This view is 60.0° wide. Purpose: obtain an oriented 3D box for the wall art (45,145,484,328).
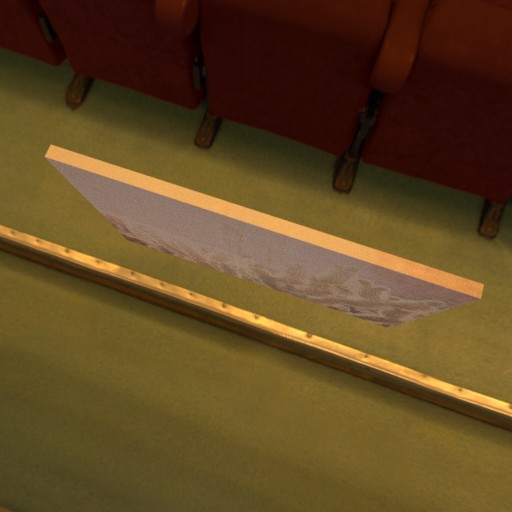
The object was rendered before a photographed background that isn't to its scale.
[{"bbox_3d":[0.000,0.000,1.469,1.142,0.758,0.041,18,76,5],"label":"wall art"}]
